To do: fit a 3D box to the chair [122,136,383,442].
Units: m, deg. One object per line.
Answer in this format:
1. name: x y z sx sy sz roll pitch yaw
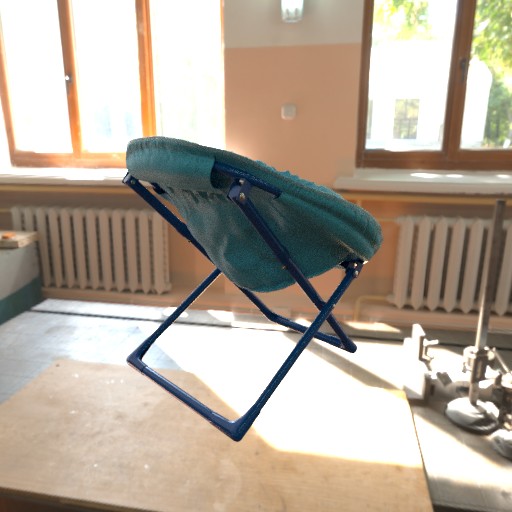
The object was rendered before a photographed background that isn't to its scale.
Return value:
1. chair: 0.000 0.000 0.916 0.465 0.478 0.520 -14 20 -42
